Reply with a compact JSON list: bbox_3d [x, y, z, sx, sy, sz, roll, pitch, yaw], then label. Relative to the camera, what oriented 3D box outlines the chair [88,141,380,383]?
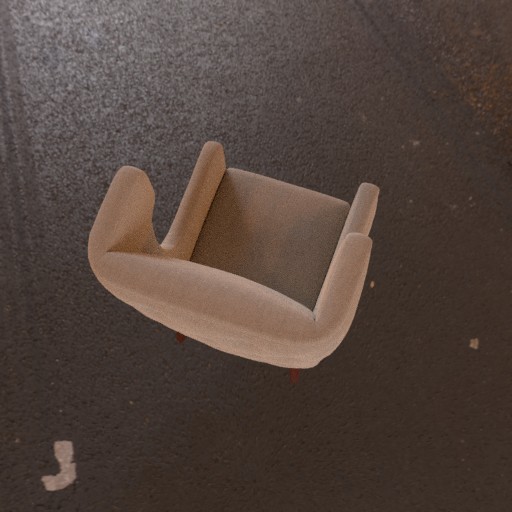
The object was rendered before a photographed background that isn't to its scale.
[{"bbox_3d":[0.000,0.000,1.685,0.778,1.079,0.899,17,64,9],"label":"chair"}]
